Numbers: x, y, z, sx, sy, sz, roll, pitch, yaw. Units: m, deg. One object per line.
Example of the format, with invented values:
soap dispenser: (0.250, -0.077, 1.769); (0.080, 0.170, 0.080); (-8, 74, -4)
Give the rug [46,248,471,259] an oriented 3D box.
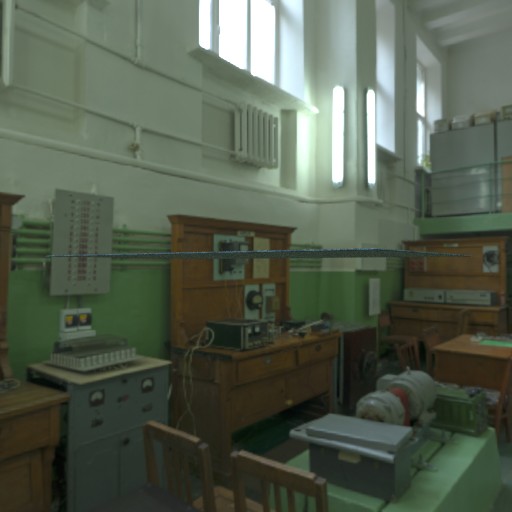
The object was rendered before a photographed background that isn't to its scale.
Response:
rug: (0.000, 0.000, 4.192); (3.291, 0.013, 2.337); (-1, -1, 37)
